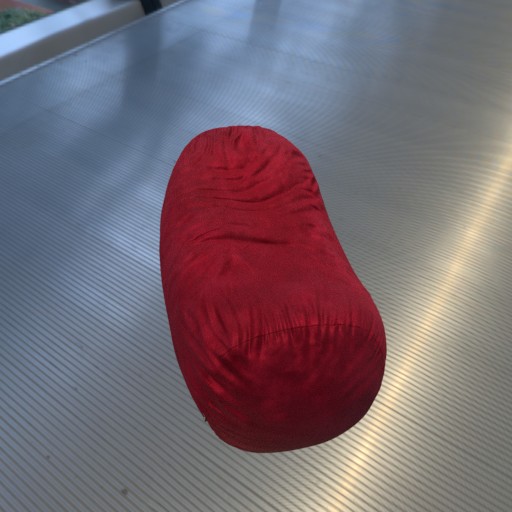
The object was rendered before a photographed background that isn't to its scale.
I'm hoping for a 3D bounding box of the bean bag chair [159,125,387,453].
[{"bbox_3d":[0.000,0.000,2.799,1.216,0.867,2.293,-8,47,-8],"label":"bean bag chair"}]
